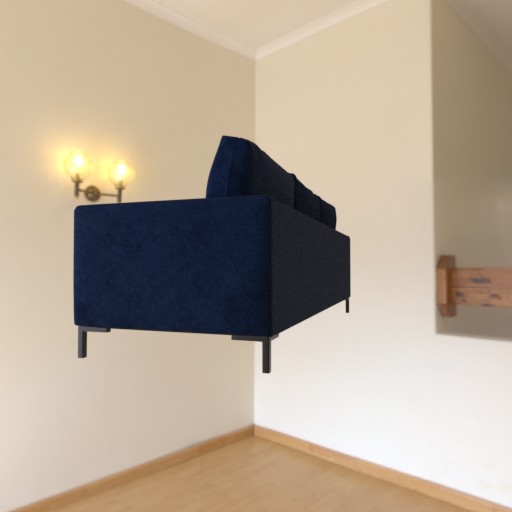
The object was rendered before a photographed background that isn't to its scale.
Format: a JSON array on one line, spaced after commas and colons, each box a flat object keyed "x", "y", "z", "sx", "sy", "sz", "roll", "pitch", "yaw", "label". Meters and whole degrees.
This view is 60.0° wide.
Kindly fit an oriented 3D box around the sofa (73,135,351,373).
[{"x": 0.000, "y": 0.000, "z": 2.724, "sx": 0.875, "sy": 0.879, "sz": 2.252, "roll": 0, "pitch": -1, "yaw": 19, "label": "sofa"}]
